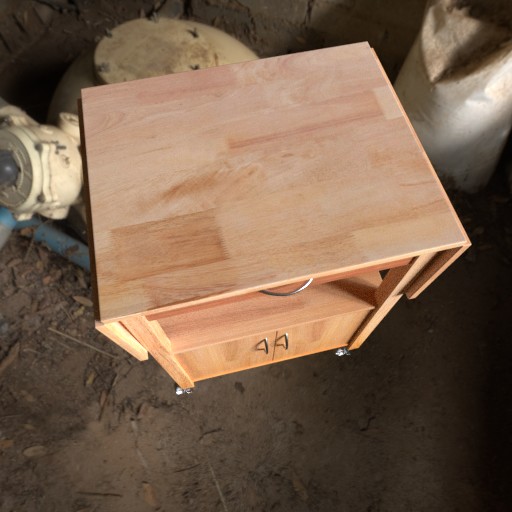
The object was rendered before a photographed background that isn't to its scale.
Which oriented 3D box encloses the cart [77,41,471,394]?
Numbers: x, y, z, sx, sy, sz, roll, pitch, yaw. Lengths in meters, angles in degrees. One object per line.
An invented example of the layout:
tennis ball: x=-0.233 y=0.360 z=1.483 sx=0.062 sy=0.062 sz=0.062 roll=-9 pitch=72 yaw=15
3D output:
cart: x=0.000 y=0.000 z=1.193 sx=0.640 sy=0.838 sz=0.508 roll=-12 pitch=65 yaw=-6
